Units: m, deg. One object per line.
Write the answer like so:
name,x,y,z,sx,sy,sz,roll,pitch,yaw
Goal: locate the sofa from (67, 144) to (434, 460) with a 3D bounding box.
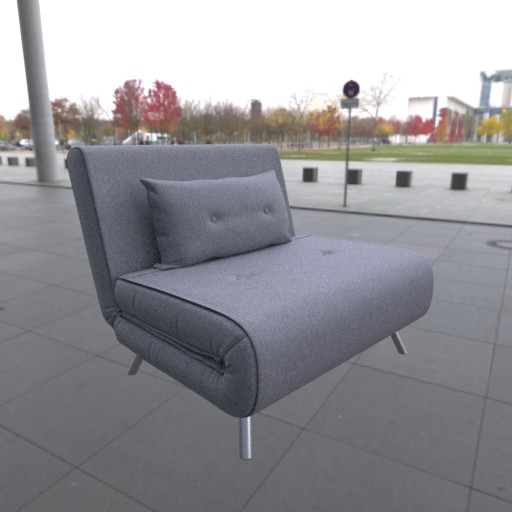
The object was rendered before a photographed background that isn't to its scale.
sofa,0.000,0.000,1.707,1.020,0.825,1.000,-14,20,-42
